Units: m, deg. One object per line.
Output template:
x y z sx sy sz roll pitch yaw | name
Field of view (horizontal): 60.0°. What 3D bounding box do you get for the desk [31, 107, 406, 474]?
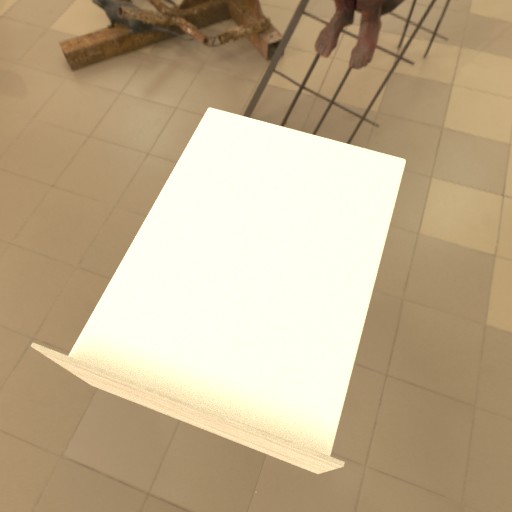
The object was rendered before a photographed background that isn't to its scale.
0.000 0.000 2.588 1.400 0.800 1.900 18 63 9 | desk
